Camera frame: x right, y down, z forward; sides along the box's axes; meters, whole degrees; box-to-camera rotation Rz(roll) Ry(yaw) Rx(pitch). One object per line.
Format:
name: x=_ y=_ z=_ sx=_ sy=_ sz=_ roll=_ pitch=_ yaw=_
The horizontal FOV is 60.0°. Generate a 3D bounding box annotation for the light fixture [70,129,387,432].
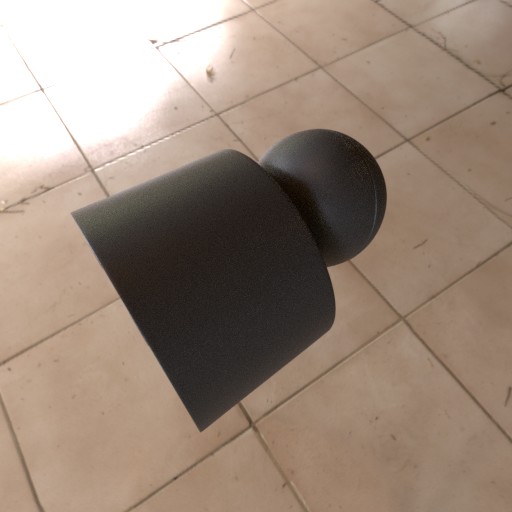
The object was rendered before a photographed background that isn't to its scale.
light fixture: x=0.000 y=0.000 z=0.268 sx=0.160 sy=0.143 sz=0.134 roll=-31 pitch=63 yaw=-17
